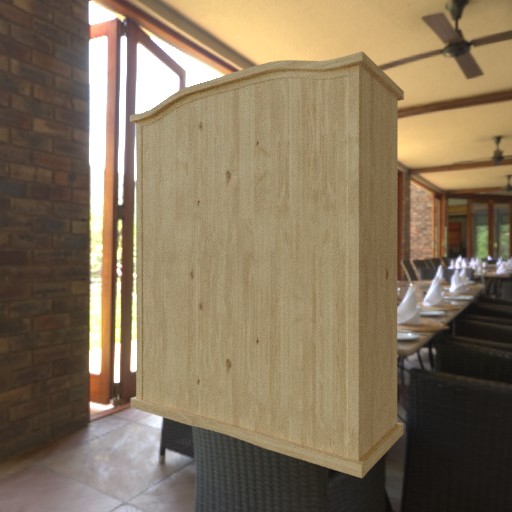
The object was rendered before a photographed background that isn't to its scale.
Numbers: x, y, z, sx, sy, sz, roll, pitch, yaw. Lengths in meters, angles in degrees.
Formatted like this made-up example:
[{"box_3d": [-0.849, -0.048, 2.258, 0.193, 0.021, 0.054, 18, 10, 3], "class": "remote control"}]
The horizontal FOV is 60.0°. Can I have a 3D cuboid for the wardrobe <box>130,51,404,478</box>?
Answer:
[{"box_3d": [0.000, 0.000, 2.528, 1.500, 1.870, 0.570, 0, 0, 35], "class": "wardrobe"}]
